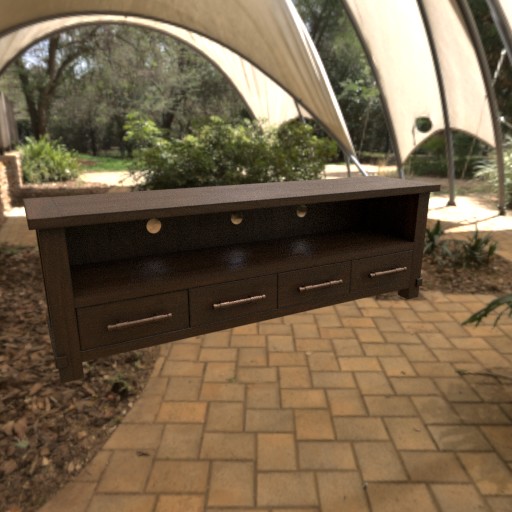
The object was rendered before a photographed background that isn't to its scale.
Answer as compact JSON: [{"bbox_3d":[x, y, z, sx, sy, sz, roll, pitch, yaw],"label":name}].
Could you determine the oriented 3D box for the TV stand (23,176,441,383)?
[{"bbox_3d":[0.000,0.000,2.084,1.866,0.615,0.471,-9,18,-27],"label":"TV stand"}]
